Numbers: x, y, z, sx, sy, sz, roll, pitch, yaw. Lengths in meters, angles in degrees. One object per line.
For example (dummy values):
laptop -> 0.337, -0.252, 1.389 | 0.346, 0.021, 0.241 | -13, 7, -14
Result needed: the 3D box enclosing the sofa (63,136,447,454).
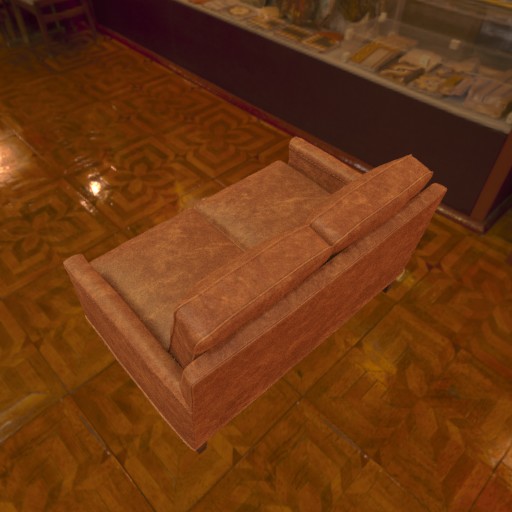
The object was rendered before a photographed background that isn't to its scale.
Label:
sofa -> 0.000, 0.000, 2.278 | 1.597, 1.003, 1.084 | -33, 56, -27
